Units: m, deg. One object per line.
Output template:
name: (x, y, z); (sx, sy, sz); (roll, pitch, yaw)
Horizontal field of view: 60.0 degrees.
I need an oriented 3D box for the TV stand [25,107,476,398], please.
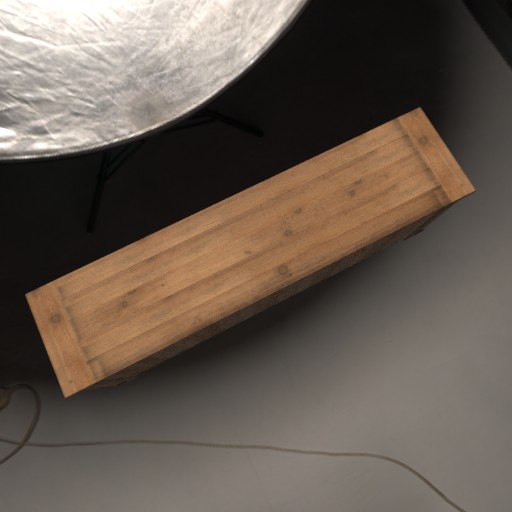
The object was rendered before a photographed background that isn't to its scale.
TV stand: (0.000, 0.000, 2.051); (1.804, 0.573, 0.453); (-26, 78, -6)
